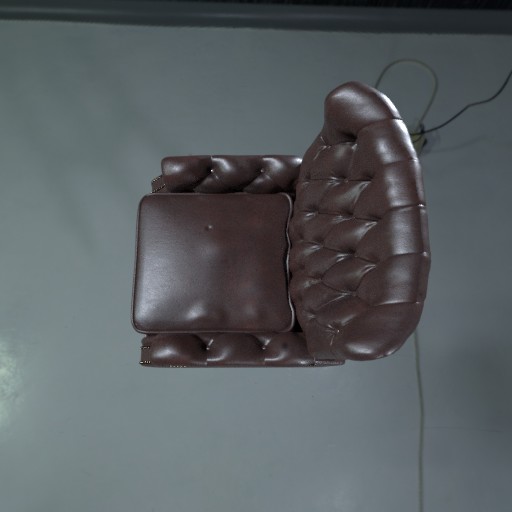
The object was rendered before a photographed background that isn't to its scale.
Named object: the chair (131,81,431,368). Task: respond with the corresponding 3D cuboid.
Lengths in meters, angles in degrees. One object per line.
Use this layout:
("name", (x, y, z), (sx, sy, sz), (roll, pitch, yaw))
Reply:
("chair", (0.000, 0.000, 1.449), (0.823, 0.864, 0.709), (0, 74, 0))
